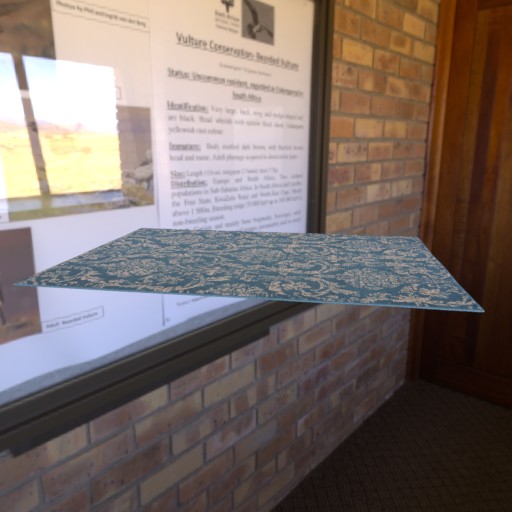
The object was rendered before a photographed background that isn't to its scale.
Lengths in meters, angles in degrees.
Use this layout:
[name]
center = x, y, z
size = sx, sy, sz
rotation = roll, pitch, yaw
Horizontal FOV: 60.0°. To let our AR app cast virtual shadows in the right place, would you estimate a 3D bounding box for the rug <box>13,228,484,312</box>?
[rug]
center = 0.000, 0.000, 2.776
size = 2.205, 0.012, 1.554
rotation = 2, 14, 9
